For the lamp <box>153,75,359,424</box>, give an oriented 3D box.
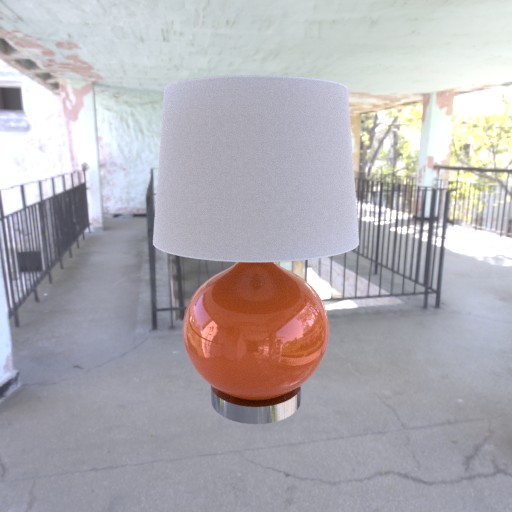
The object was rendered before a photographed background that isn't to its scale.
[{"bbox_3d":[0.000,0.000,0.548,0.247,0.387,0.247,0,13,0],"label":"lamp"}]
